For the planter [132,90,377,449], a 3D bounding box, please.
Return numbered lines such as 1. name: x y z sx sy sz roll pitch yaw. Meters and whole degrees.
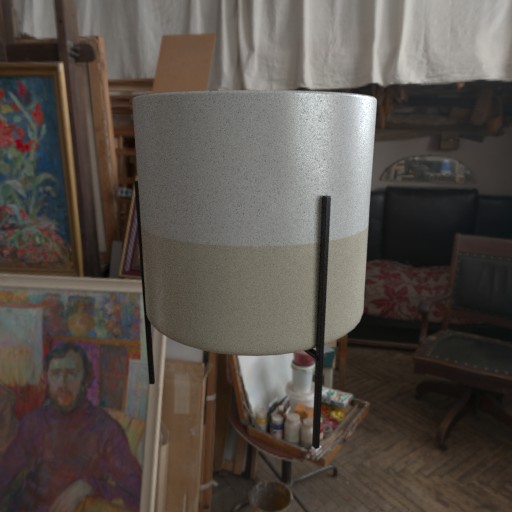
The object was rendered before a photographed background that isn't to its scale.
1. planter: 0.000 0.000 0.726 0.359 0.484 0.368 -8 18 -27
